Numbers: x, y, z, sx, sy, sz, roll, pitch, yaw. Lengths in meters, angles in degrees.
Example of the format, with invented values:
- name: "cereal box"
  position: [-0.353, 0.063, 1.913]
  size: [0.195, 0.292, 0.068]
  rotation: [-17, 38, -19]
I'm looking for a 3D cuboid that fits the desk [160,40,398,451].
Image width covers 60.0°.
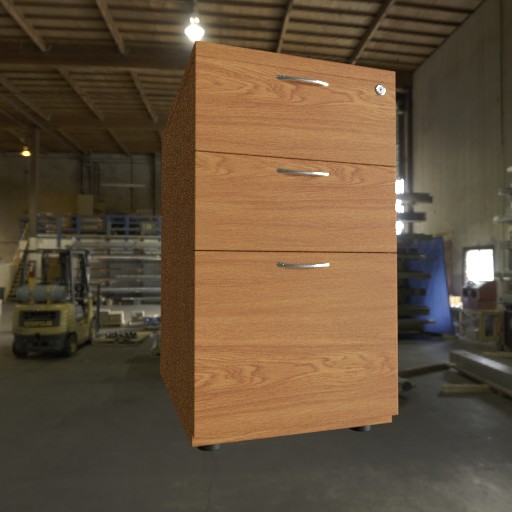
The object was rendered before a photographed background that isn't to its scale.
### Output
- name: "desk"
  position: [0.000, 0.000, 1.094]
  size: [0.404, 0.730, 0.600]
  rotation: [0, -2, -18]
